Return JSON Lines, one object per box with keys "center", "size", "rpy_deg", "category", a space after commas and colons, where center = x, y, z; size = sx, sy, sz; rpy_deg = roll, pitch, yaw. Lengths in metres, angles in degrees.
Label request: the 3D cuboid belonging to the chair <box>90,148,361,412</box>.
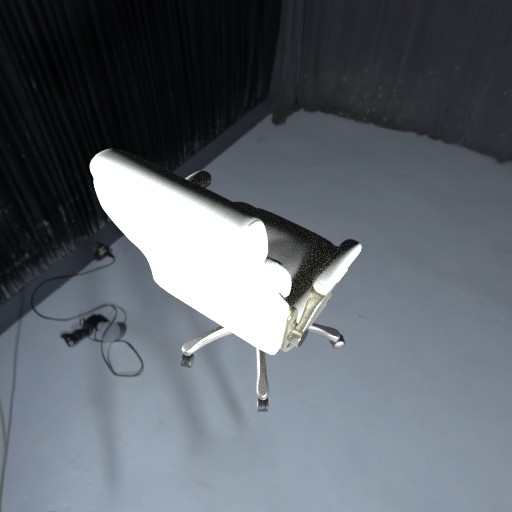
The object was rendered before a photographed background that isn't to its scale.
{"center": [0.000, 0.000, 1.644], "size": [0.740, 1.110, 0.794], "rpy_deg": [25, 52, 21], "category": "chair"}
